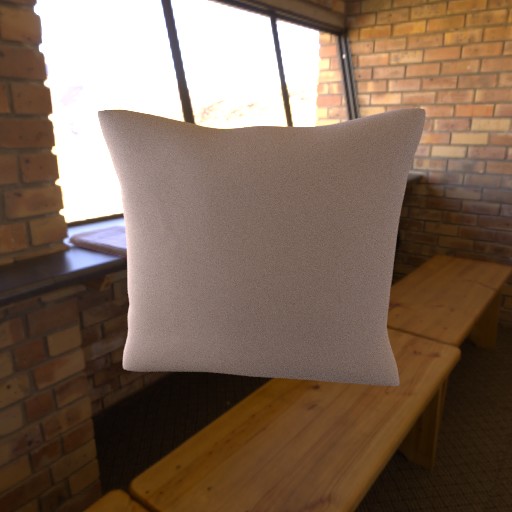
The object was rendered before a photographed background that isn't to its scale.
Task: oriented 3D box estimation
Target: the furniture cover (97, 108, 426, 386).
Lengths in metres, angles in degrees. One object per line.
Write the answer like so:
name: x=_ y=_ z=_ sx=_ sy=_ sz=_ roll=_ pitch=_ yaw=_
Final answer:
furniture cover: x=0.000 y=0.000 z=0.806 sx=0.552 sy=0.509 sz=0.193 roll=2 pitch=17 yaw=6
